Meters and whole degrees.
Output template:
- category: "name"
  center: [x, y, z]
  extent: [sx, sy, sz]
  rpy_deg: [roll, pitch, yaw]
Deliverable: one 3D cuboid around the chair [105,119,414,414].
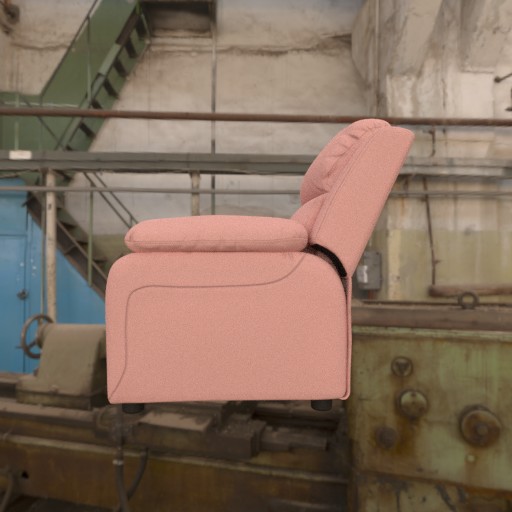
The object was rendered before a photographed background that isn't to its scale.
- category: "chair"
  center: [0.000, 0.000, 1.258]
  extent: [0.709, 0.702, 0.680]
  rpy_deg: [0, -1, -1]
